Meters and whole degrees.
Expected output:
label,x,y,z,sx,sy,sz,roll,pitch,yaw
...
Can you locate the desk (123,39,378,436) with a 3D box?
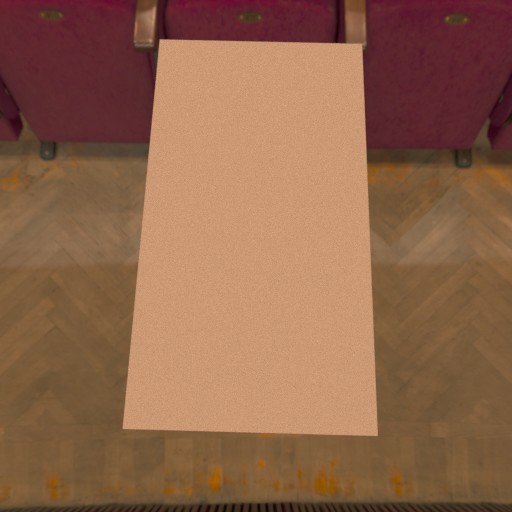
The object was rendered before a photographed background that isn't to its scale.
label,x,y,z,sx,sy,sz,roll,pitch,yaw
desk,0.000,0.000,1.329,0.498,0.729,0.900,1,75,0
